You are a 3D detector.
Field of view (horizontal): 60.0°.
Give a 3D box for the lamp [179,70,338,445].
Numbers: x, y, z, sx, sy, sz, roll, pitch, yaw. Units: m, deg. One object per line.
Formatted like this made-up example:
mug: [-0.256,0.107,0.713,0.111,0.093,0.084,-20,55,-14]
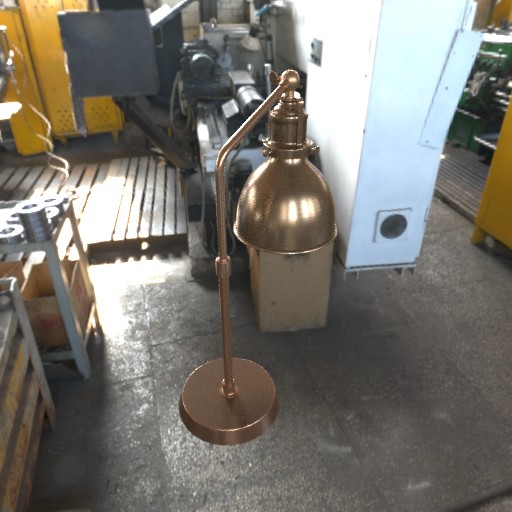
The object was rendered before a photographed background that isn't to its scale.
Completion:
lamp: [0.000,0.000,0.603,0.153,0.456,0.286,22,38,31]
